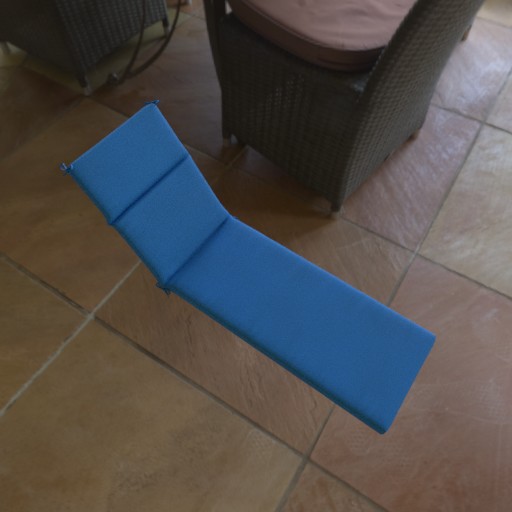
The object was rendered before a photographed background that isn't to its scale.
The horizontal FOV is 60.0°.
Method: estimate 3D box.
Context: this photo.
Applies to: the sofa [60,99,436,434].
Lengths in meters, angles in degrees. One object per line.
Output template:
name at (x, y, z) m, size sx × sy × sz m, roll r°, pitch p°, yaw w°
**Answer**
sofa at (0.000, 0.000, 1.948) m, size 1.663 × 0.622 × 0.582 m, roll 31°, pitch 63°, yaw 18°
